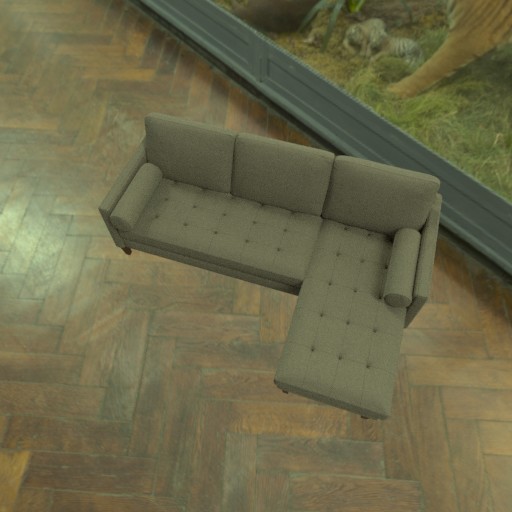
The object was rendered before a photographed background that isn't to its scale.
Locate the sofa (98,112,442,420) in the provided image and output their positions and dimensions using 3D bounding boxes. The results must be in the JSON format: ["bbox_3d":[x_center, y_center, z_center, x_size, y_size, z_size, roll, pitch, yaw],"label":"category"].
[{"bbox_3d":[0.000,0.000,2.934,2.178,0.875,1.506,15,59,9],"label":"sofa"}]
